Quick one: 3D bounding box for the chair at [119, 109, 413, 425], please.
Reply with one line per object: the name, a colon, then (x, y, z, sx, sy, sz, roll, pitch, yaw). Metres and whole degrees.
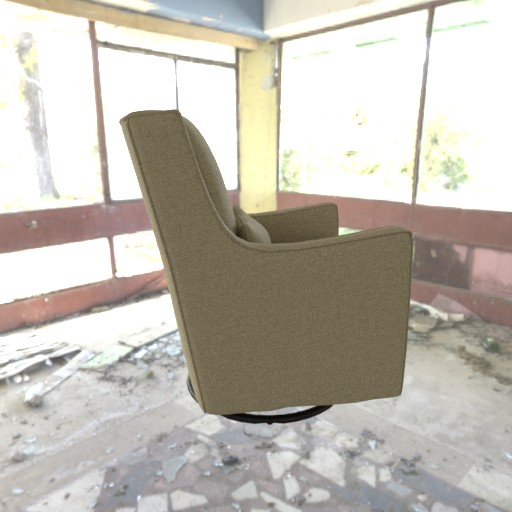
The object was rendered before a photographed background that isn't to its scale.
chair: (0.000, 0.000, 1.611, 0.879, 0.993, 0.732, -2, 14, -10)
